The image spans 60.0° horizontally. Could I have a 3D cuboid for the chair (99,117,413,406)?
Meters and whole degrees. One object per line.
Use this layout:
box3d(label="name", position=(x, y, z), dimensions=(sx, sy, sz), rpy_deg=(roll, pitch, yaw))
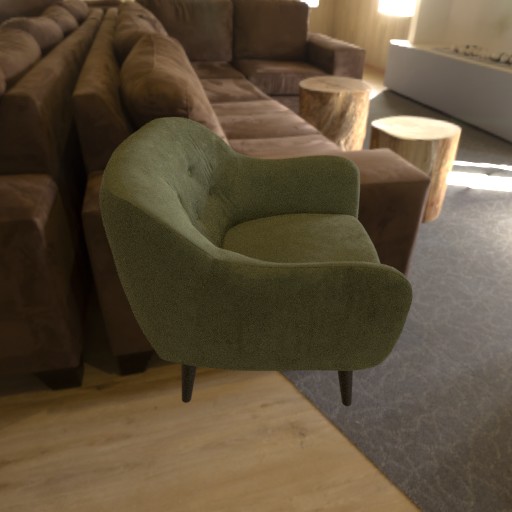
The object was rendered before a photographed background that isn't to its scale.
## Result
box3d(label="chair", position=(0.000, 0.000, 1.510), dimensions=(0.819, 0.804, 0.840), rpy_deg=(1, 32, 1))
